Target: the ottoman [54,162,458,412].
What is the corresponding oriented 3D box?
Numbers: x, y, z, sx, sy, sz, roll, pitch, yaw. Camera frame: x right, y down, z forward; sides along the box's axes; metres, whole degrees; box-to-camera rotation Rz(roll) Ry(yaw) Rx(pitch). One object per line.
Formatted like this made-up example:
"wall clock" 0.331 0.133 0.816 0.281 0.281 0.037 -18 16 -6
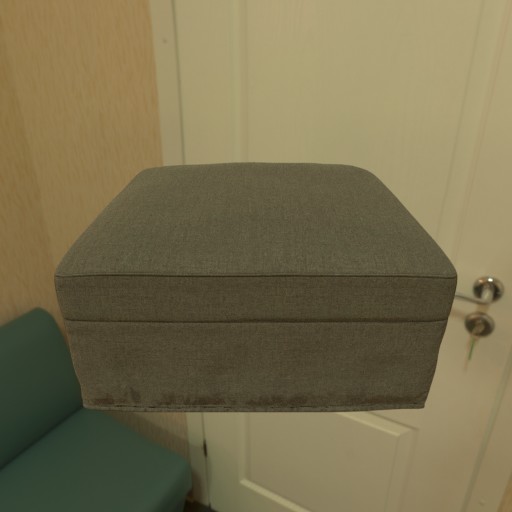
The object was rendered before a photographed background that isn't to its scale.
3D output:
"ottoman" 0.000 0.000 1.319 0.843 0.436 0.840 0 26 0
